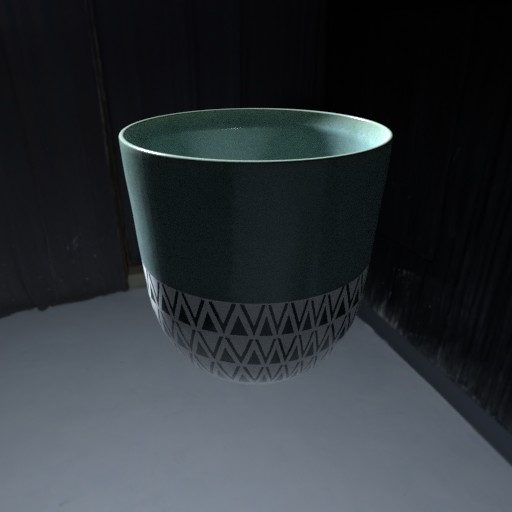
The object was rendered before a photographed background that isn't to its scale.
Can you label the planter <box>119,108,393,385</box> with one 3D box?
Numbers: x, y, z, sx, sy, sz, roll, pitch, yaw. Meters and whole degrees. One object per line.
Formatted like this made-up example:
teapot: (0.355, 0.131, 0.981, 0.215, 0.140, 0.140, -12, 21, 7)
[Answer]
planter: (0.000, 0.000, 0.379, 0.198, 0.214, 0.198, 0, 27, 0)
